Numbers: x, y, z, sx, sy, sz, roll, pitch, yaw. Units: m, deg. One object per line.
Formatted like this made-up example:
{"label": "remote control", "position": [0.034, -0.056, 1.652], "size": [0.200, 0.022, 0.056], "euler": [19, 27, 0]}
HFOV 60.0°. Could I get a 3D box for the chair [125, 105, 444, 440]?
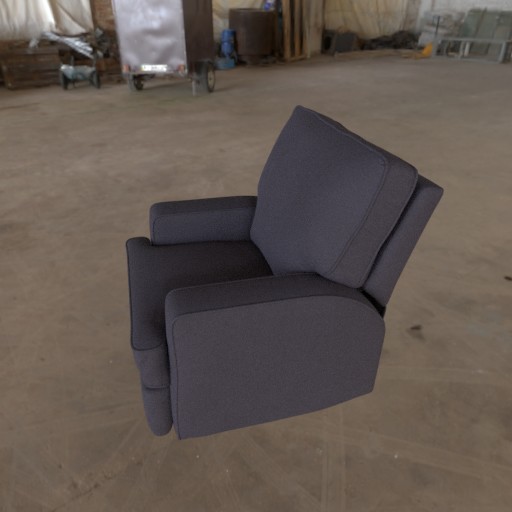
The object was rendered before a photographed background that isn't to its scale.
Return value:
{"label": "chair", "position": [0.000, 0.000, 1.685], "size": [0.964, 0.962, 0.861], "euler": [-8, 31, -14]}
